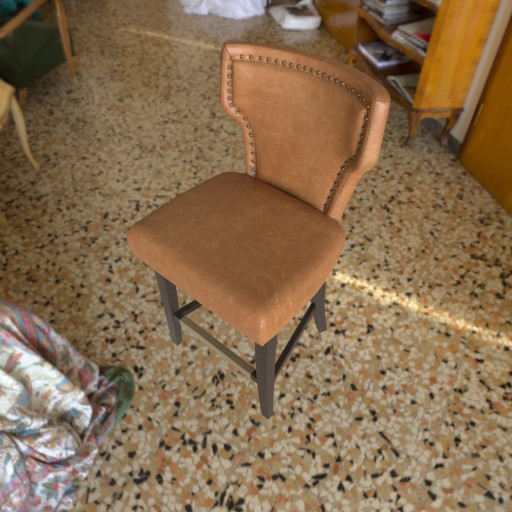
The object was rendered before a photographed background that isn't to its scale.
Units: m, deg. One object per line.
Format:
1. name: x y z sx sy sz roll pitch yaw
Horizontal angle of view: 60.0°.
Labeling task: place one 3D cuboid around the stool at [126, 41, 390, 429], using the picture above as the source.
1. stool: 0.000 0.000 1.393 0.526 1.092 0.563 31 54 27
